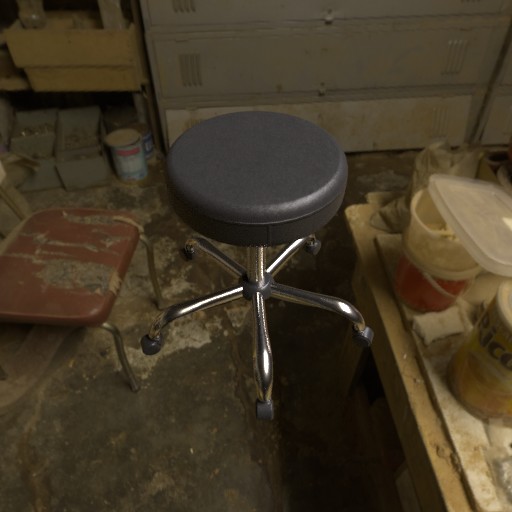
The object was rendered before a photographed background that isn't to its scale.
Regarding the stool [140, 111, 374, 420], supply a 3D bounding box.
[{"bbox_3d":[0.000,0.000,1.143,0.673,0.576,0.638,-3,46,-3],"label":"stool"}]
